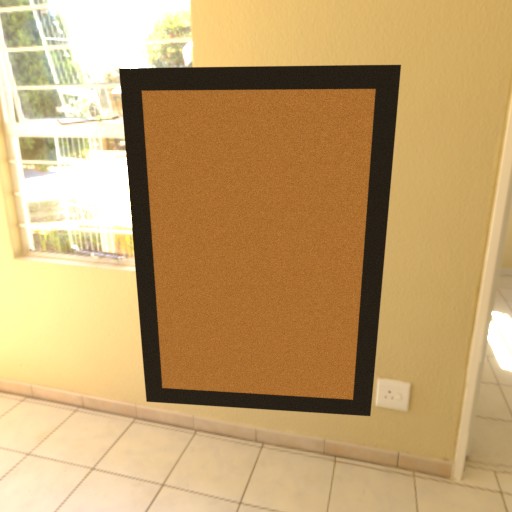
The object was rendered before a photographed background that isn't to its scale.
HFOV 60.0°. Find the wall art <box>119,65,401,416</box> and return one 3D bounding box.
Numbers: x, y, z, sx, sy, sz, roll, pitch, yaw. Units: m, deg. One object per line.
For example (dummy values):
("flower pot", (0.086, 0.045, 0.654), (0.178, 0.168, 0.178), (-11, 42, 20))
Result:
("wall art", (0.000, 0.000, 0.677), (0.380, 0.534, 0.013), (2, 17, 6))
